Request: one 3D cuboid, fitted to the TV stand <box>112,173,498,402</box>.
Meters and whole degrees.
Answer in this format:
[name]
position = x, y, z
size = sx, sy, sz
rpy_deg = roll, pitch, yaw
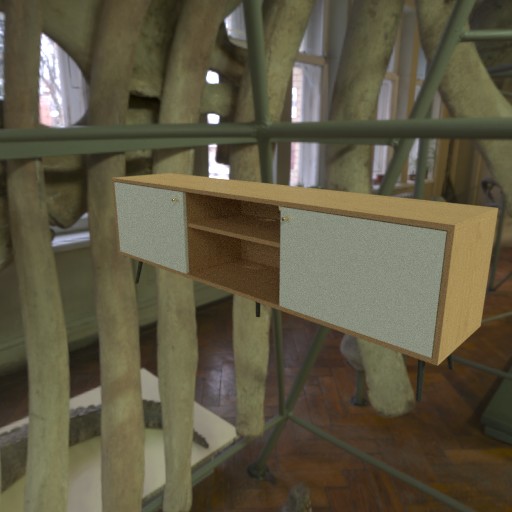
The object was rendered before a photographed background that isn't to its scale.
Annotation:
[TV stand]
position = 0.000, 0.000, 1.942
size = 1.760, 0.580, 0.400
rpy_deg = 14, 21, 41
